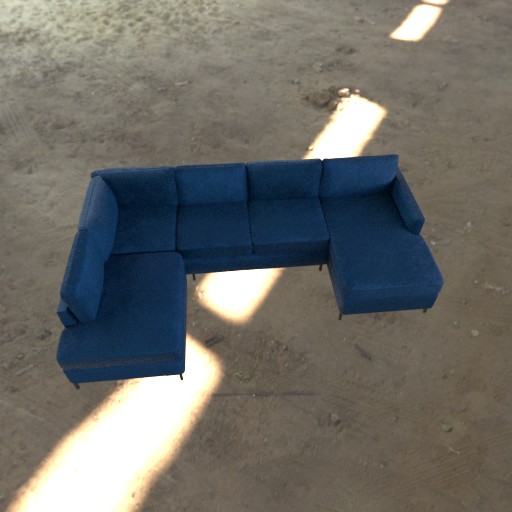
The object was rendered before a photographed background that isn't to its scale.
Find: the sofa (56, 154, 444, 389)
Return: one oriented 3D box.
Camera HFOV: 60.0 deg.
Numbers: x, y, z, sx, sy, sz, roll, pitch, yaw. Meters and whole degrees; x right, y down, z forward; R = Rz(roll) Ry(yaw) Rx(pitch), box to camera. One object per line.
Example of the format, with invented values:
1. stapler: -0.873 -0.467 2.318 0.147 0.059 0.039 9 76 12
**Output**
1. sofa: 0.000 0.000 4.344 3.434 0.992 2.055 -4 48 -4
